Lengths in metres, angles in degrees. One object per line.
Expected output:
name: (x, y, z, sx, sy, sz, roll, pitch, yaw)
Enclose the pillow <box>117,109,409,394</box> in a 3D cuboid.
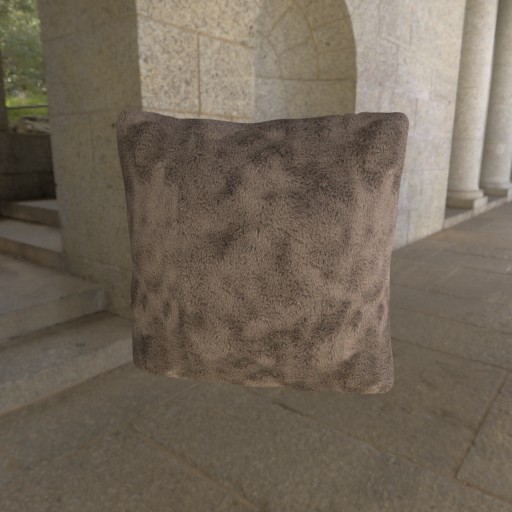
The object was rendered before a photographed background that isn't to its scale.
pillow: (0.000, 0.000, 0.811, 0.522, 0.520, 0.204, 2, 14, 9)
